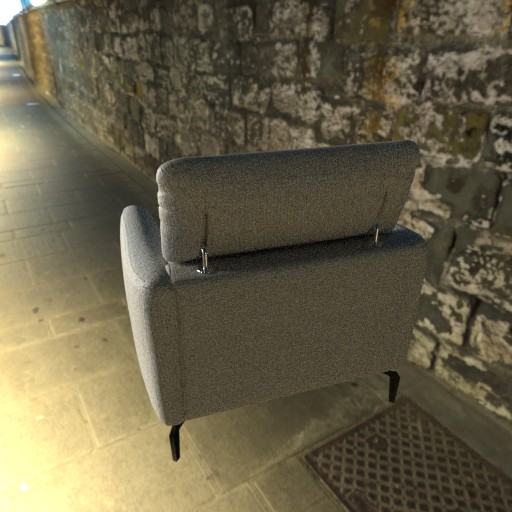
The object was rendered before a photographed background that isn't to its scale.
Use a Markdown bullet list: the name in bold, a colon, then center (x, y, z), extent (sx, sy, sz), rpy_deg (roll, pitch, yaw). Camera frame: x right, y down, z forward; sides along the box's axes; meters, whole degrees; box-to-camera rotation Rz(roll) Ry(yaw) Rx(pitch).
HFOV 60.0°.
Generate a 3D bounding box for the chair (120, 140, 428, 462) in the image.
- **chair**: center (0.000, 0.000, 1.678), extent (0.972, 0.967, 0.835), rpy_deg (-8, 28, -16)
